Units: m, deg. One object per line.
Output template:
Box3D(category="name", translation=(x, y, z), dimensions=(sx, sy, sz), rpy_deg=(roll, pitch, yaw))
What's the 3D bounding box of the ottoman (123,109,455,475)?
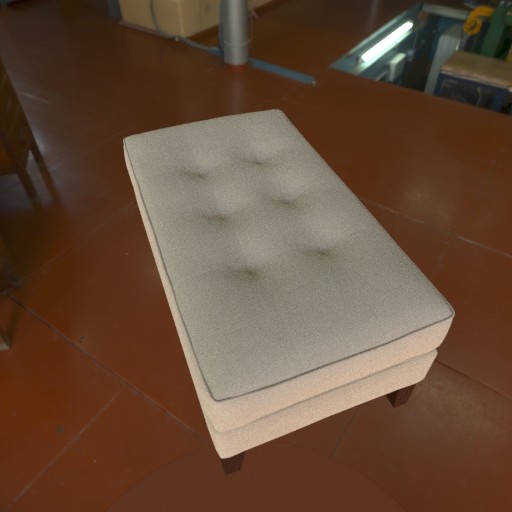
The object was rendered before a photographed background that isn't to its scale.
Box3D(category="ottoman", translation=(0.000, 0.000, 1.488), dimensions=(0.648, 0.508, 1.143), rpy_deg=(-15, 48, -15))
